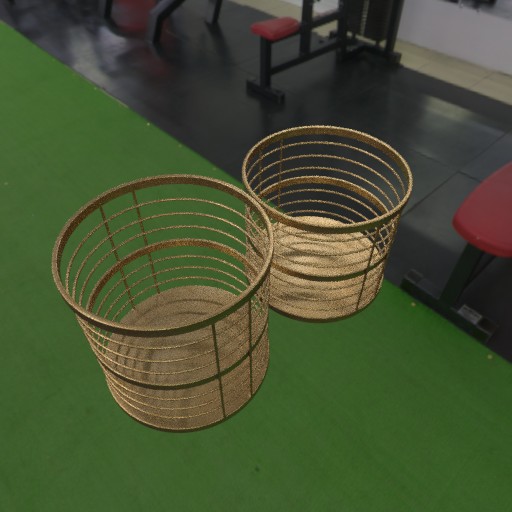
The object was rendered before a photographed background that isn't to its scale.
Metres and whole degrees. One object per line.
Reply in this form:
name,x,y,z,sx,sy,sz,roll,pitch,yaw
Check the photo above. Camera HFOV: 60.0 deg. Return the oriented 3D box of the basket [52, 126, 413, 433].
basket,0.000,0.000,0.938,0.746,0.351,0.356,-32,54,-27
